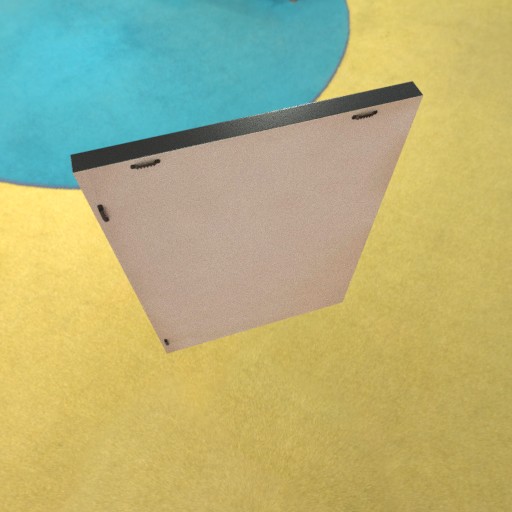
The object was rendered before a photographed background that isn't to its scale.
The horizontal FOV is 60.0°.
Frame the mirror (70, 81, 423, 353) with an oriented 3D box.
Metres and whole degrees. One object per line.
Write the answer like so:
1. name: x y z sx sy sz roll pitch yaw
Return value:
1. mirror: 0.000 0.000 0.924 0.507 0.710 0.039 -15 60 -9
